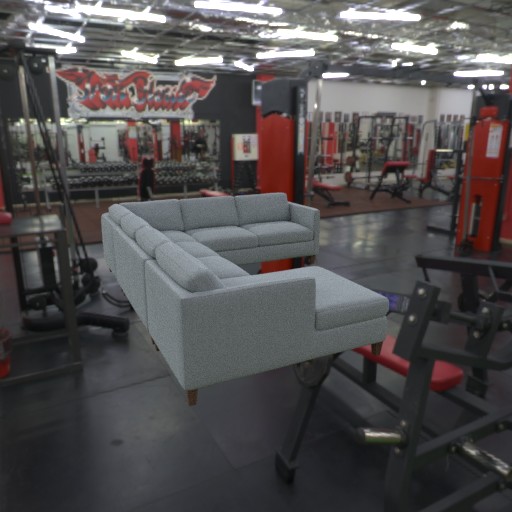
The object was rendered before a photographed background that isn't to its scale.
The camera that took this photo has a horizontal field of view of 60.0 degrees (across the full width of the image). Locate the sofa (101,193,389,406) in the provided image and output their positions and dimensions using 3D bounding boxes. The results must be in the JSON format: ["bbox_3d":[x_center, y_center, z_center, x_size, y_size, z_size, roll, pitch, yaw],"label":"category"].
[{"bbox_3d":[0.000,0.000,4.455,2.551,0.853,3.238,-7,17,-25],"label":"sofa"}]
